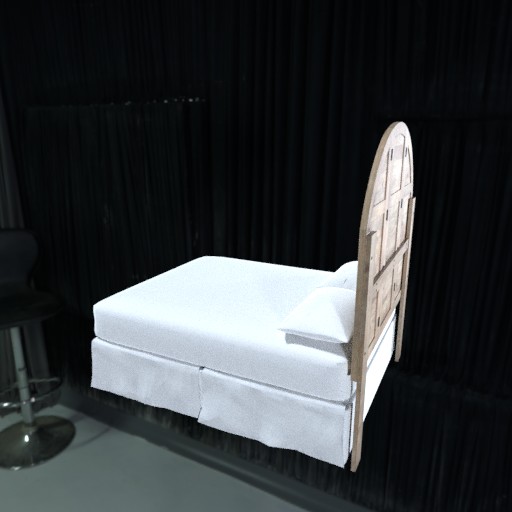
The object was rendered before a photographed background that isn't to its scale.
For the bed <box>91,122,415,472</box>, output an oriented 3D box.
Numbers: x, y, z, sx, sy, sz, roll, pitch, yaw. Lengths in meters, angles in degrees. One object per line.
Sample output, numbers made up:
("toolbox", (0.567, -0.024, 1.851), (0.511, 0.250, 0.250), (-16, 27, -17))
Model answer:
("bed", (0.000, 0.000, 3.496), (2.112, 2.002, 1.713), (8, 17, 26))
